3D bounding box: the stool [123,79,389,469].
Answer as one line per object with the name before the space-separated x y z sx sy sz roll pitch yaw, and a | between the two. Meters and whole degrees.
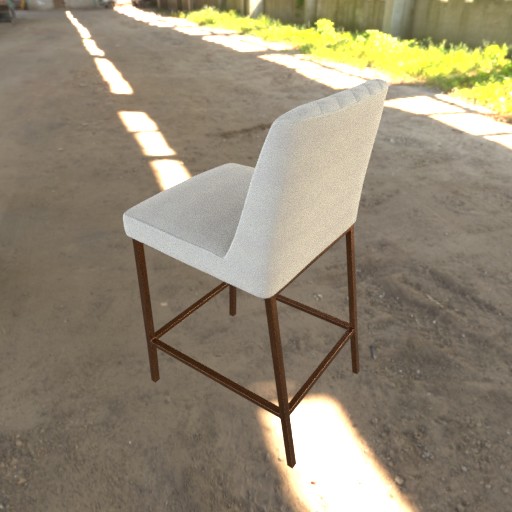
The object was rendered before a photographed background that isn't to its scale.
stool | 0.000 0.000 1.293 0.576 0.973 0.507 20 37 30
